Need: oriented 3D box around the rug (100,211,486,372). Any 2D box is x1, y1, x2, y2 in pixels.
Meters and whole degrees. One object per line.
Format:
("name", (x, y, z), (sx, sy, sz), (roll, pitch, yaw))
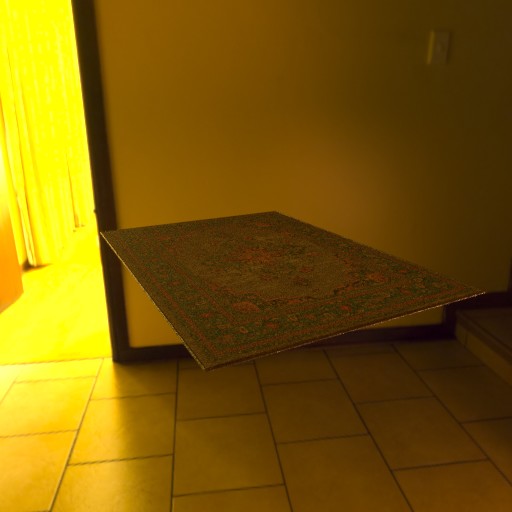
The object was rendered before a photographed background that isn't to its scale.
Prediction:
("rug", (0.000, 0.000, 2.926), (1.609, 0.013, 2.214), (-10, 21, -27))
